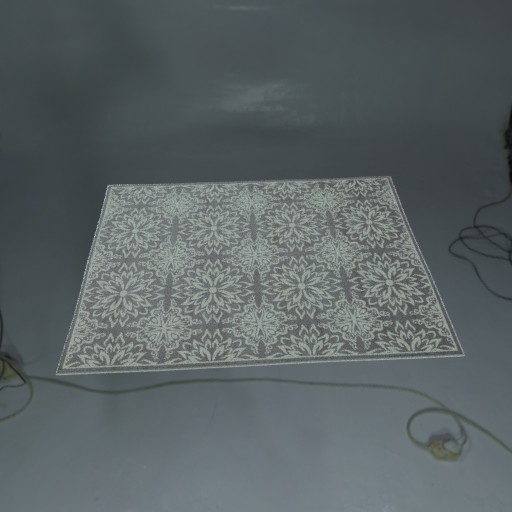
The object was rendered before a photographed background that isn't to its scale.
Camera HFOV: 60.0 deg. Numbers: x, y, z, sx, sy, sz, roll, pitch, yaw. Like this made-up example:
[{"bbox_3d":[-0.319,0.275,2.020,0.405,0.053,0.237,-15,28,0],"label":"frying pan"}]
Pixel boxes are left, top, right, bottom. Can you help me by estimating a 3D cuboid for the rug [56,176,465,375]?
[{"bbox_3d":[0.000,0.000,2.932,2.213,0.014,1.608,-2,47,-2],"label":"rug"}]
